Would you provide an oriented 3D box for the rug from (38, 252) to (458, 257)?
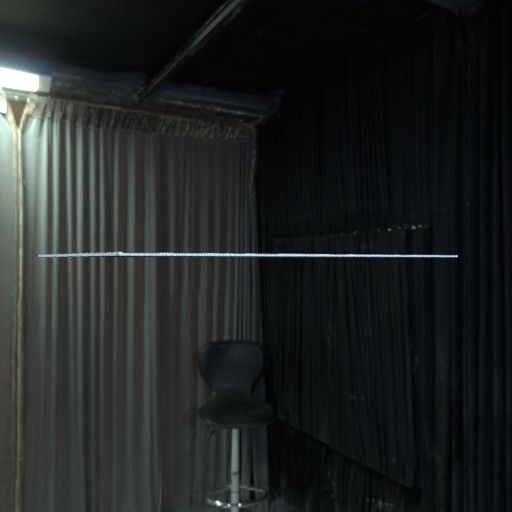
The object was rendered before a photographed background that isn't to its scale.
[{"bbox_3d":[0.000,0.000,3.027,2.438,0.015,1.518,0,0,-36],"label":"rug"}]
